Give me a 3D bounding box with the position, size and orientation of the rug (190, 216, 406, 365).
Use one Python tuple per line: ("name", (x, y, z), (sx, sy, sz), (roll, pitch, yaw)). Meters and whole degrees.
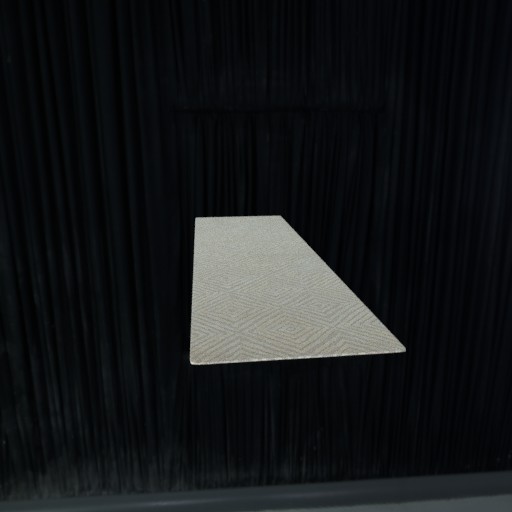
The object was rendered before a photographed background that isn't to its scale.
("rug", (0.000, 0.000, 2.440), (0.676, 0.008, 2.277), (-2, 16, -7))
